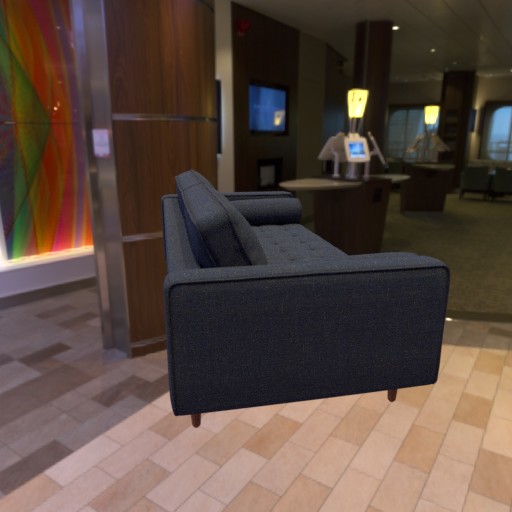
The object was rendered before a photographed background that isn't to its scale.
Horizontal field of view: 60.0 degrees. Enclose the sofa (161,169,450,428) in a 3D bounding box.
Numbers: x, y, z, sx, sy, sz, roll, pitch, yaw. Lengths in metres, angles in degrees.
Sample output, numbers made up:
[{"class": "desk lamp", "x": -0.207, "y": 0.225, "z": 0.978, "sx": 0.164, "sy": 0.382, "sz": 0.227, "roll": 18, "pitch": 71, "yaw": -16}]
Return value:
[{"class": "sofa", "x": 0.000, "y": 0.000, "z": 2.235, "sx": 0.914, "sy": 0.762, "sz": 1.880, "roll": -3, "pitch": 16, "yaw": -11}]
